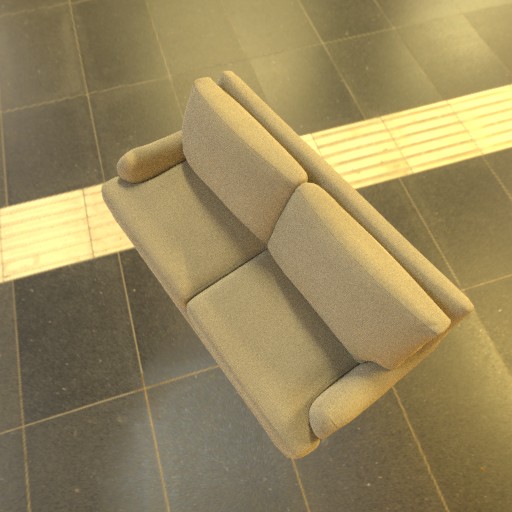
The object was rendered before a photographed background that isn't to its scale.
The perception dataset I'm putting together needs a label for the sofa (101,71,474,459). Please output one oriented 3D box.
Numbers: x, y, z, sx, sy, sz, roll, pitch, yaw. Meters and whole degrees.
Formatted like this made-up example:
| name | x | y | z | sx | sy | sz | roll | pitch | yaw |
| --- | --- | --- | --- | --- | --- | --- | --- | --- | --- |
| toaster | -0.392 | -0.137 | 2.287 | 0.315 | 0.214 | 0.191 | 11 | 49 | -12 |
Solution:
| name | x | y | z | sx | sy | sz | roll | pitch | yaw |
| --- | --- | --- | --- | --- | --- | --- | --- | --- | --- |
| sofa | 0.000 | 0.000 | 2.655 | 1.091 | 0.997 | 2.070 | -34 | 68 | -16 |
